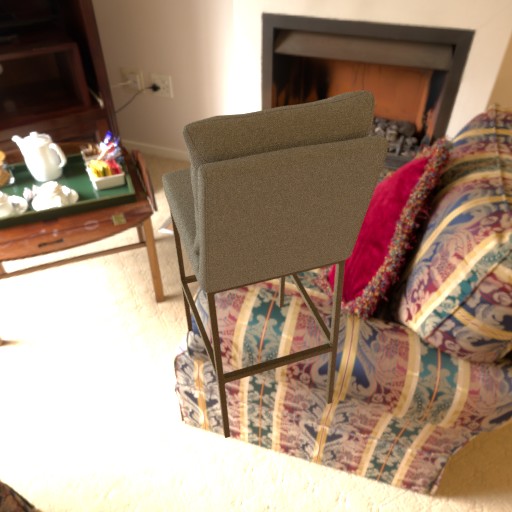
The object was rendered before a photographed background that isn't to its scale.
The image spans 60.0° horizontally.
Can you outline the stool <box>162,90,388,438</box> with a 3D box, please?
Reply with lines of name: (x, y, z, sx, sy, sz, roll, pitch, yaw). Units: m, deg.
stool: (0.000, 0.000, 1.432, 0.463, 1.132, 0.569, -13, 42, -15)
